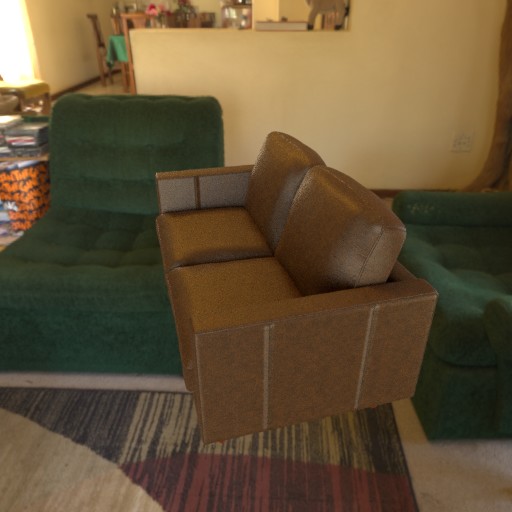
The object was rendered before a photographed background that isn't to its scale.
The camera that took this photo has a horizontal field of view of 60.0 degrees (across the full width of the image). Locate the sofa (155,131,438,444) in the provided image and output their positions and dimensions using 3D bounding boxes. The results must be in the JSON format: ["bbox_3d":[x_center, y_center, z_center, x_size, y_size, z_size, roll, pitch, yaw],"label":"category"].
[{"bbox_3d":[0.000,0.000,2.219,0.909,0.951,1.578,-8,30,-13],"label":"sofa"}]
